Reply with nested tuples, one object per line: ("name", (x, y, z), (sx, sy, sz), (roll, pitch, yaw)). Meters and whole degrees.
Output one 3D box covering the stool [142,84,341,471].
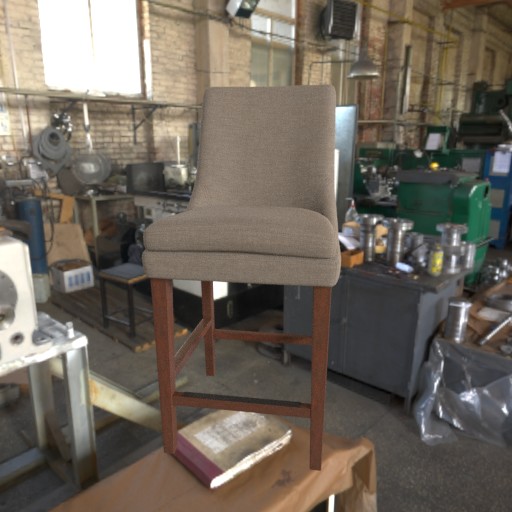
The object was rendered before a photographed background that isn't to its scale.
("stool", (0.000, 0.000, 1.281), (0.470, 0.981, 0.577), (2, 14, 9))
